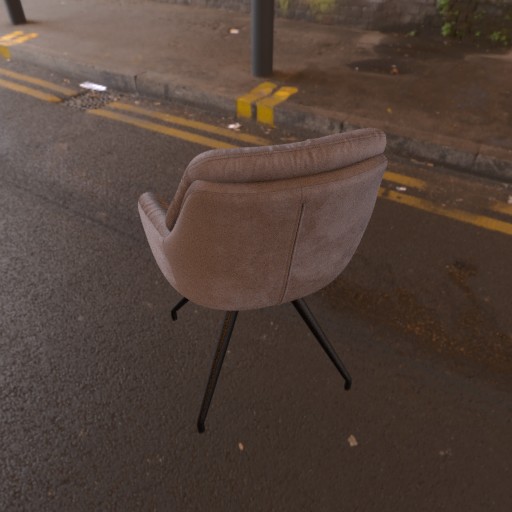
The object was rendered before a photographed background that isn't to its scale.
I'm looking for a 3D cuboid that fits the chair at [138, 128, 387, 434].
[{"bbox_3d":[0.000,0.000,1.247,0.579,0.888,0.569,-12,41,-14],"label":"chair"}]
